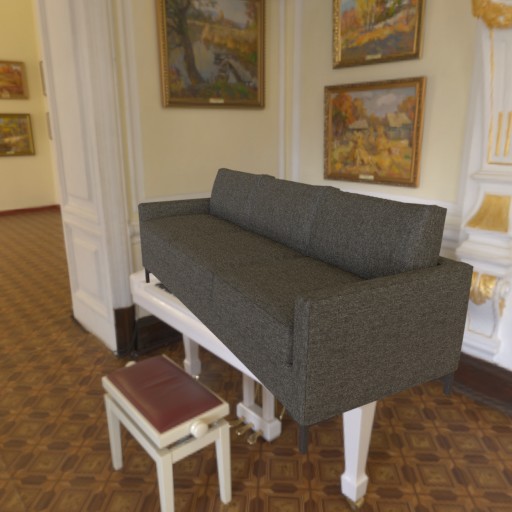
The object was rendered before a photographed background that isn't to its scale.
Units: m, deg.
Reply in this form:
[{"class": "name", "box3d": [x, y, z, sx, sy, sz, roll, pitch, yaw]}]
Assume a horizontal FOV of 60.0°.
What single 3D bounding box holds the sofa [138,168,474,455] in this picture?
[{"class": "sofa", "box3d": [0.000, 0.000, 2.630, 0.876, 0.879, 2.253, -9, 18, -27]}]
